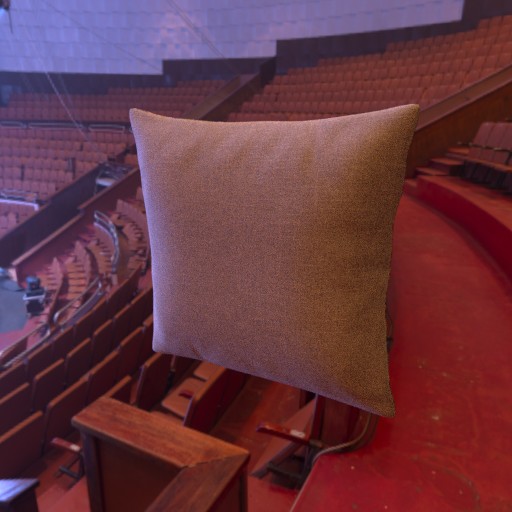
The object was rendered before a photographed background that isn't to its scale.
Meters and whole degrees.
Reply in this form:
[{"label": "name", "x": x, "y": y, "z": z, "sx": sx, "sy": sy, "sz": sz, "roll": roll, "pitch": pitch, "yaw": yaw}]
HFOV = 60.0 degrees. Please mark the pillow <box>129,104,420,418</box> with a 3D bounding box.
[{"label": "pillow", "x": 0.000, "y": 0.000, "z": 0.789, "sx": 0.523, "sy": 0.506, "sz": 0.166, "roll": 8, "pitch": 19, "yaw": 26}]
